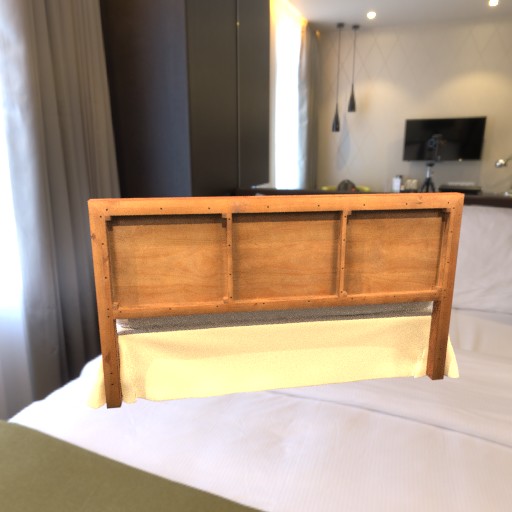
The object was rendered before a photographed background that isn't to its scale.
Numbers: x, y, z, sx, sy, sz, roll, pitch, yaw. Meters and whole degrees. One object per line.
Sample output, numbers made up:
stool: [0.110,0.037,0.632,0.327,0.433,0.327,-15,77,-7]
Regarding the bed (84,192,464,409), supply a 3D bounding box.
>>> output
bed: [0.000,0.000,3.474,2.255,1.158,2.165,-2,14,-9]
